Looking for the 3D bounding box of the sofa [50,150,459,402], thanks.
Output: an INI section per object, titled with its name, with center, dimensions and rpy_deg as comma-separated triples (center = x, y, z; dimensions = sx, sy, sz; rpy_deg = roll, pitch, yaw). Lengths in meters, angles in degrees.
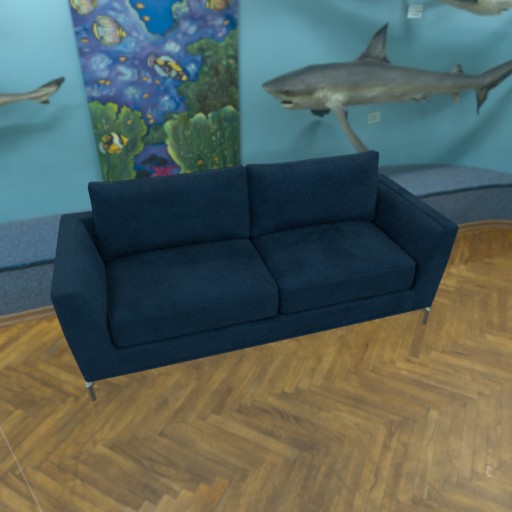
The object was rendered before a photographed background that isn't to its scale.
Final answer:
[sofa]
center = 0.000, 0.000, 2.738
dimensions = 2.212, 0.998, 0.853
rpy_deg = -10, 34, -15
